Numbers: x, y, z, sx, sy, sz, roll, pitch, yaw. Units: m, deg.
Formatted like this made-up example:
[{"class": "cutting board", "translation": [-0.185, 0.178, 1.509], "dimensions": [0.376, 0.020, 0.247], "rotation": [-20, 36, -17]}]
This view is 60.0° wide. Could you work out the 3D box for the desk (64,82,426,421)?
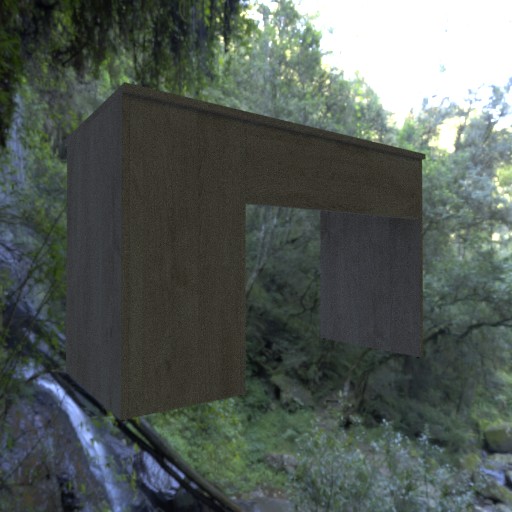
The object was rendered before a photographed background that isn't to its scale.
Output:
[{"class": "desk", "translation": [0.000, 0.000, 1.496], "dimensions": [1.097, 0.735, 0.560], "rotation": [1, -1, -36]}]
